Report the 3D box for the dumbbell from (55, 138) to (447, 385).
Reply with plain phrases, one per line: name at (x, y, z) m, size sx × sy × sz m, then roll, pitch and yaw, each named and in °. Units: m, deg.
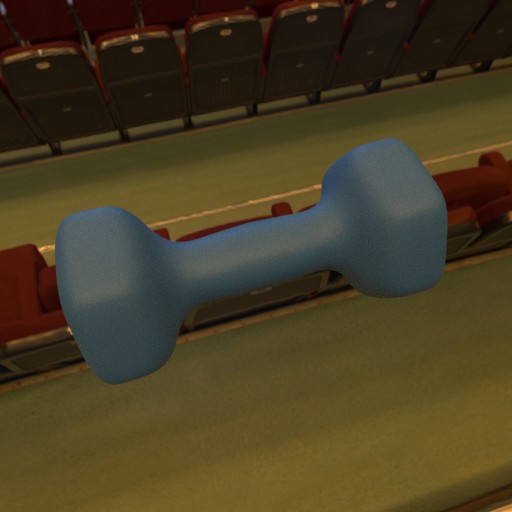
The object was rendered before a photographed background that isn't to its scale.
dumbbell at (0.000, 0.000, 0.262) m, size 0.212 × 0.093 × 0.103 m, roll -15°, pitch 59°, yaw -9°
